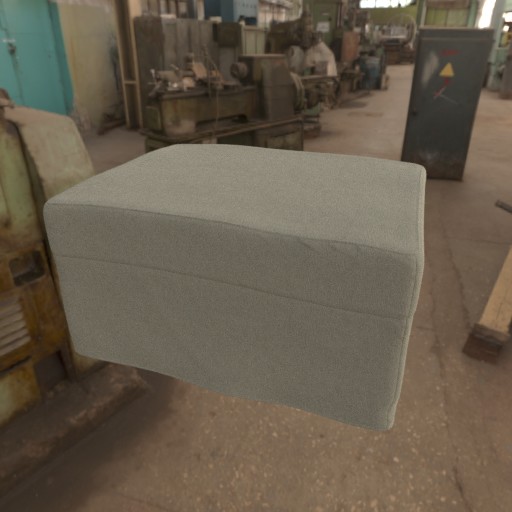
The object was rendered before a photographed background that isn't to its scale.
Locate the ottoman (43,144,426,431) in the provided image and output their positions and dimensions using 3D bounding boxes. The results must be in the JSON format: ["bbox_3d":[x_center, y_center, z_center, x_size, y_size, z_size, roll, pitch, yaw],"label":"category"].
[{"bbox_3d":[0.000,0.000,1.231,0.833,0.461,0.648,9,28,17],"label":"ottoman"}]
